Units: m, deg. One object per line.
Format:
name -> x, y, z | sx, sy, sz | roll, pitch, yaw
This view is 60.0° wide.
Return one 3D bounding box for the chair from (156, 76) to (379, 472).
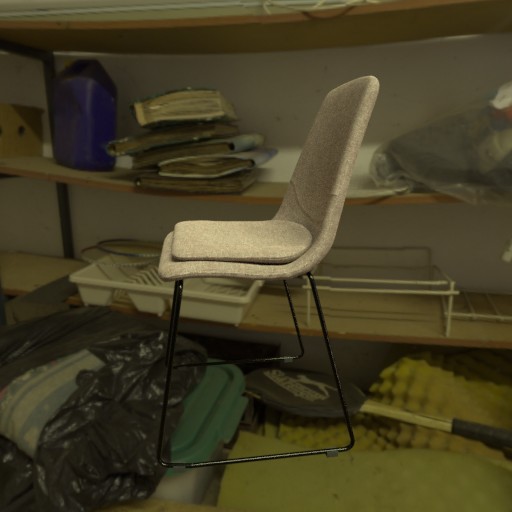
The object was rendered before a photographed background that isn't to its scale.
chair -> 0.000, 0.000, 1.134 | 0.518, 0.858, 0.479 | -2, 15, -9
